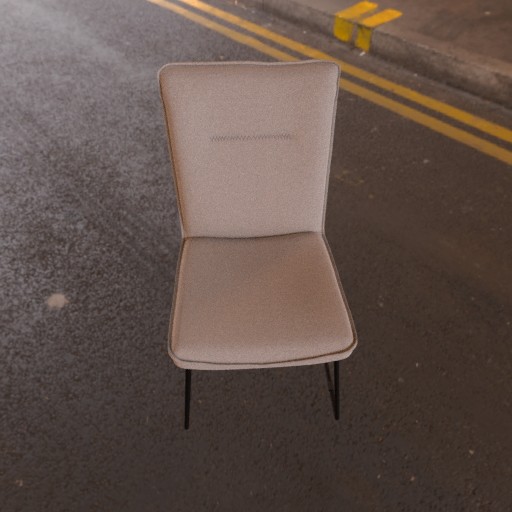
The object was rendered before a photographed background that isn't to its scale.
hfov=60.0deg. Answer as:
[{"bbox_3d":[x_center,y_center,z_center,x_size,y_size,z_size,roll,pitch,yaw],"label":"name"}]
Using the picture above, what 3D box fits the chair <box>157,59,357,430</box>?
[{"bbox_3d":[0.000,0.000,1.357,0.515,0.930,0.688,-3,47,-3],"label":"chair"}]
